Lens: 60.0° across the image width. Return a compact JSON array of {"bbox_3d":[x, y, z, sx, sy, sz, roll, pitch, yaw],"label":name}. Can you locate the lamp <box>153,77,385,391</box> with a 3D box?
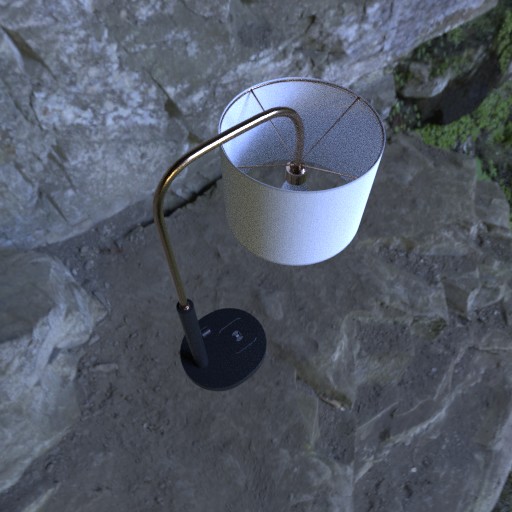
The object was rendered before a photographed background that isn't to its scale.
[{"bbox_3d":[0.000,0.000,0.690,0.337,0.540,0.199,-34,63,-20],"label":"lamp"}]
